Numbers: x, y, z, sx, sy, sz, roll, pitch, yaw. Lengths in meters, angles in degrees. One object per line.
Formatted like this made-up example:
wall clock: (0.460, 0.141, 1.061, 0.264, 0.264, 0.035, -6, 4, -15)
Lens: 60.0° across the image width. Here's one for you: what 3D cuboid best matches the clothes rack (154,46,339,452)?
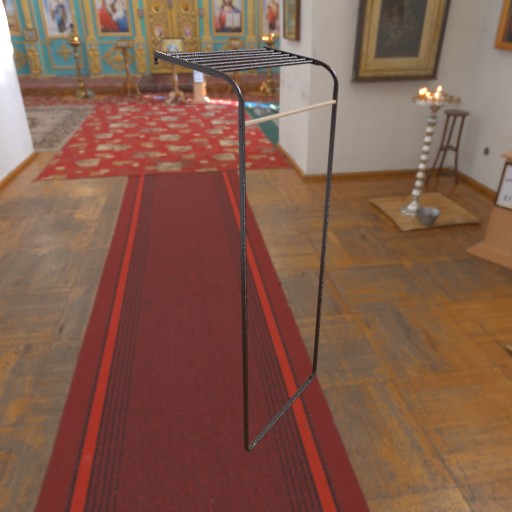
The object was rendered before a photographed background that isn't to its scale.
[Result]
clothes rack: (0.000, 0.000, 1.860, 0.349, 1.574, 0.609, 18, 32, 31)
